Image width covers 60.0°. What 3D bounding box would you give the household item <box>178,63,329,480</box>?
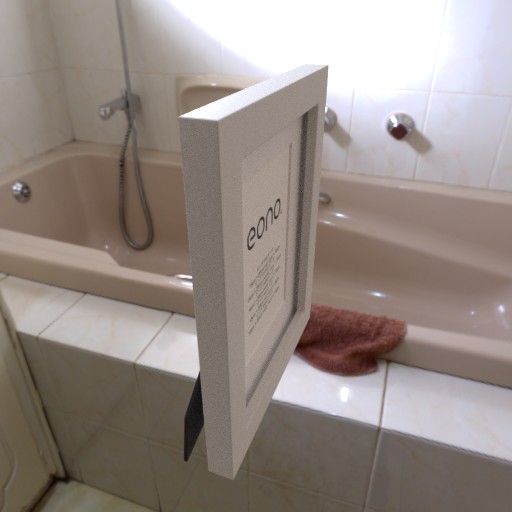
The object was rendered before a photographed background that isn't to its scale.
[{"bbox_3d":[0.000,0.000,0.338,0.045,0.250,0.200,11,32,19],"label":"household item"}]
